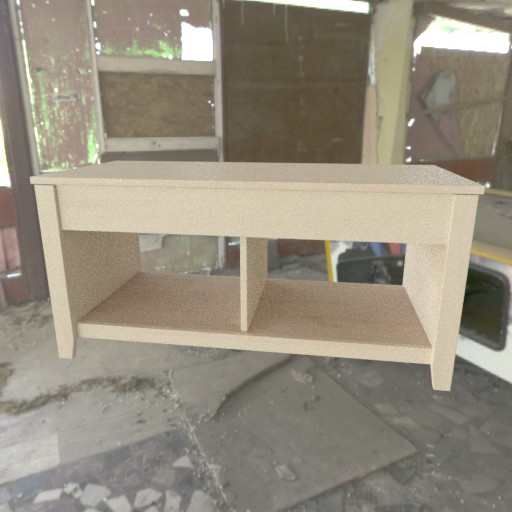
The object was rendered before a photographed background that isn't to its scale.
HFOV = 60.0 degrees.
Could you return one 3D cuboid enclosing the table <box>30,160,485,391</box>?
[{"bbox_3d":[0.000,0.000,1.263,1.016,0.483,0.457,3,17,8],"label":"table"}]
